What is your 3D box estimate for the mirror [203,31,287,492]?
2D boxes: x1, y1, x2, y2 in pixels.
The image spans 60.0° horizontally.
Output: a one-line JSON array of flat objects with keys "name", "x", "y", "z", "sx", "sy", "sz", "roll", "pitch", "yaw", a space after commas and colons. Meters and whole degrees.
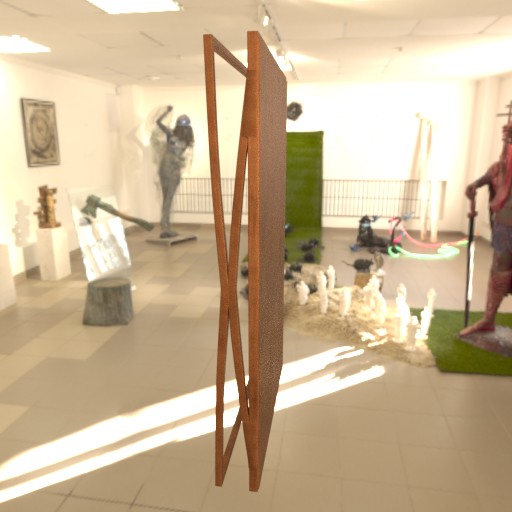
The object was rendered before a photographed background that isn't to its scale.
[{"name": "mirror", "x": 0.000, "y": 0.000, "z": 0.942, "sx": 0.082, "sy": 0.768, "sz": 0.468, "roll": 2, "pitch": 14, "yaw": 8}]
